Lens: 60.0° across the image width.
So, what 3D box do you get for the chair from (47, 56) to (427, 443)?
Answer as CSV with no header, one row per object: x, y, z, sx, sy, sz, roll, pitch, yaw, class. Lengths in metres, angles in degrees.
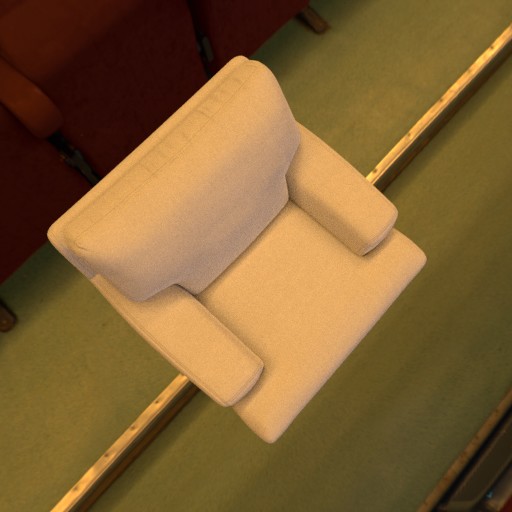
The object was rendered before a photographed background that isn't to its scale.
0.000,0.000,1.928,1.158,0.930,1.140,42,79,10,chair
